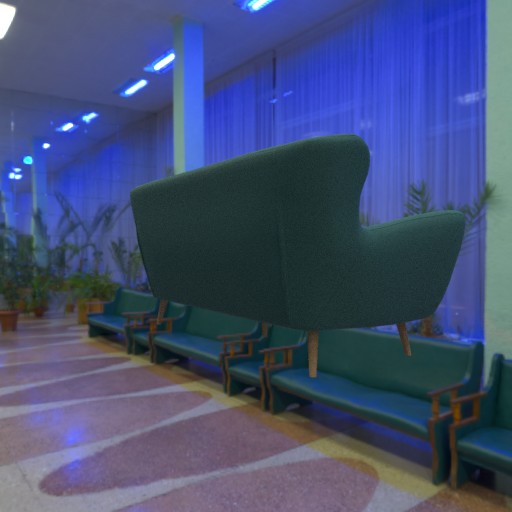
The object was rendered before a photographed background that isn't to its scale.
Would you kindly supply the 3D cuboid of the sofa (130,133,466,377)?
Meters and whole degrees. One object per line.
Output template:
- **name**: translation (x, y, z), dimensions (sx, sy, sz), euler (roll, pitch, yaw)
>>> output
- **sofa**: translation (0.000, 0.000, 2.407), dimensions (0.889, 0.890, 1.930), euler (-1, 1, -36)
